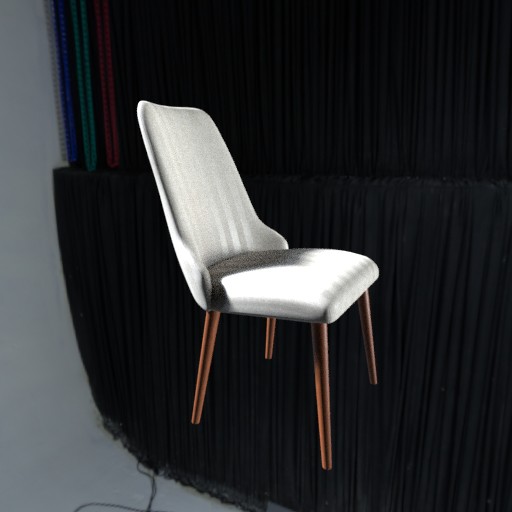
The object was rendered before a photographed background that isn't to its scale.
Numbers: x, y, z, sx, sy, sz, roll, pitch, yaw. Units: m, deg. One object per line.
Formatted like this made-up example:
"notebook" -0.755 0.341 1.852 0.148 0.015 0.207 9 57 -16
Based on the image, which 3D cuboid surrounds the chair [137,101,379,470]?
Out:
"chair" 0.000 0.000 1.367 0.684 0.917 0.526 7 15 27
